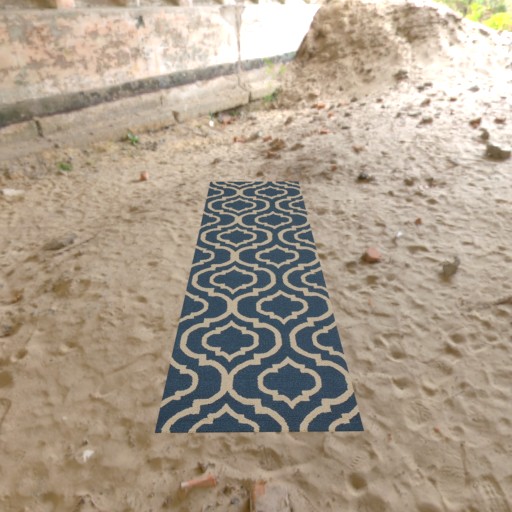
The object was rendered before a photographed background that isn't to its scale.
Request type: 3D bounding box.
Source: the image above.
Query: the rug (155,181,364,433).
[{"bbox_3d":[0.000,0.000,2.445,0.685,0.006,2.296,0,30,-1],"label":"rug"}]
